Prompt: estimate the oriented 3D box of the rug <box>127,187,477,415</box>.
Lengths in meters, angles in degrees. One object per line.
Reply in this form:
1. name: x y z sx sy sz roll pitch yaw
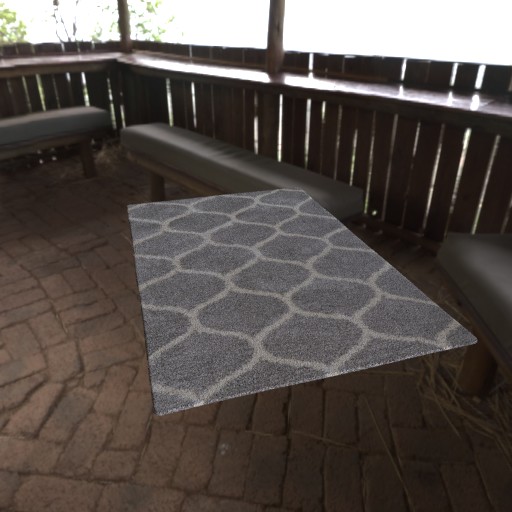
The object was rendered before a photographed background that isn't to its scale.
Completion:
1. rug: 0.000 0.000 3.393 1.801 0.026 2.701 -8 29 -15
